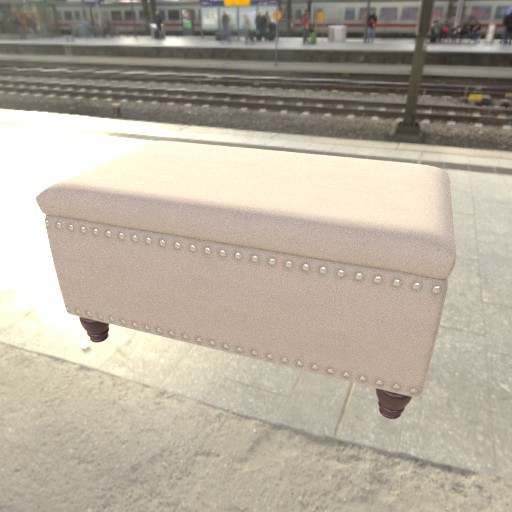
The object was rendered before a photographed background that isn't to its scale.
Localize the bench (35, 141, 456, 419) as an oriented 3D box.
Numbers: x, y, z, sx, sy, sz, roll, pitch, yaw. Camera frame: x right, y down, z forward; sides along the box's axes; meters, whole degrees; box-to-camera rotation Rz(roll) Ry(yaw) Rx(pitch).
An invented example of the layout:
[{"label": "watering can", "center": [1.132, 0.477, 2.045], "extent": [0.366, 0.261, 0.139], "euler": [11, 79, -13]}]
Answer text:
[{"label": "bench", "center": [0.000, 0.000, 1.161], "extent": [0.887, 0.449, 0.500], "euler": [10, 29, 17]}]
